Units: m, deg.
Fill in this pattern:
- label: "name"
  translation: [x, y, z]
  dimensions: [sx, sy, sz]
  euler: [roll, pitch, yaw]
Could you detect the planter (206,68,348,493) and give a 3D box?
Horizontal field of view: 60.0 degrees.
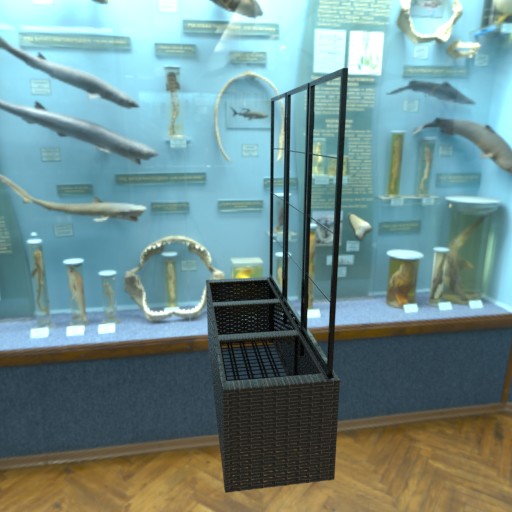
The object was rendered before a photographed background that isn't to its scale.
- label: "planter"
  translation: [0.000, 0.000, 1.174]
  dimensions: [0.244, 0.841, 0.699]
  euler: [-2, 15, -9]
